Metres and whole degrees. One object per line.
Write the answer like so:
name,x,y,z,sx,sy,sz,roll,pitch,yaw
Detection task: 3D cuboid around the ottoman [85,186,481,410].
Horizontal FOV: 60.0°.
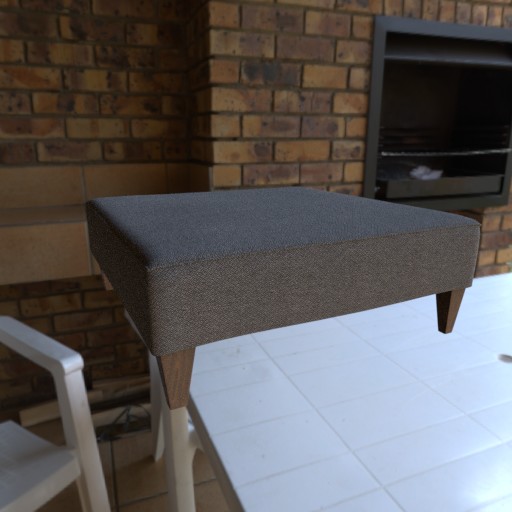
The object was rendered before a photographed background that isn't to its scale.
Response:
ottoman,0.000,0.000,1.505,0.970,0.378,0.981,-8,17,-26
